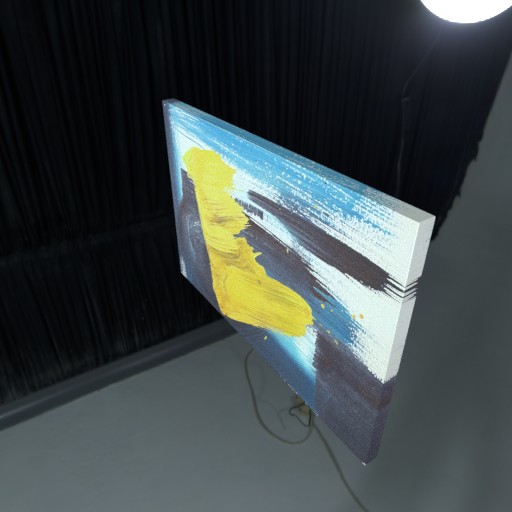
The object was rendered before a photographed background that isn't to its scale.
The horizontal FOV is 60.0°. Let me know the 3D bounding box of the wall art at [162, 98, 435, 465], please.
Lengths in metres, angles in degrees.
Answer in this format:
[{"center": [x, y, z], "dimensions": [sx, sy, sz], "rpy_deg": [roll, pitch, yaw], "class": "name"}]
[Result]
[{"center": [0.000, 0.000, 1.146], "dimensions": [0.039, 0.610, 0.914], "rpy_deg": [-20, 38, -28], "class": "wall art"}]
